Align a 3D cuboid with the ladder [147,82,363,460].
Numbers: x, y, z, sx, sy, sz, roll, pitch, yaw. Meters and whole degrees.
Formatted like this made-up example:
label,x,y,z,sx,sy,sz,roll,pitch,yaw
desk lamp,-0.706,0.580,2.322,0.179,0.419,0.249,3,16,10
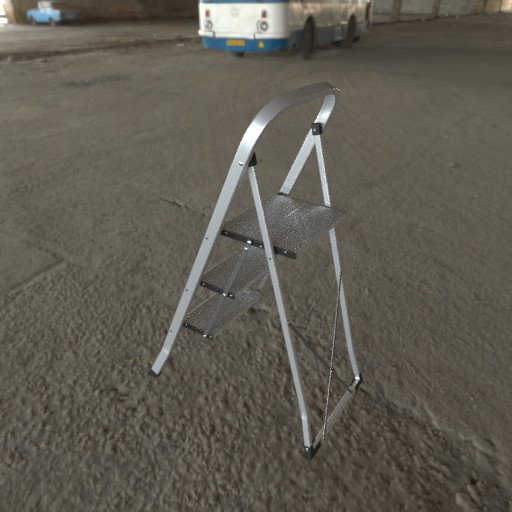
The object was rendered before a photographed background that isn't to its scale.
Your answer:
label,x,y,z,sx,sy,sz,roll,pitch,yaw
ladder,0.000,0.000,1.440,0.704,1.070,0.465,19,35,29
